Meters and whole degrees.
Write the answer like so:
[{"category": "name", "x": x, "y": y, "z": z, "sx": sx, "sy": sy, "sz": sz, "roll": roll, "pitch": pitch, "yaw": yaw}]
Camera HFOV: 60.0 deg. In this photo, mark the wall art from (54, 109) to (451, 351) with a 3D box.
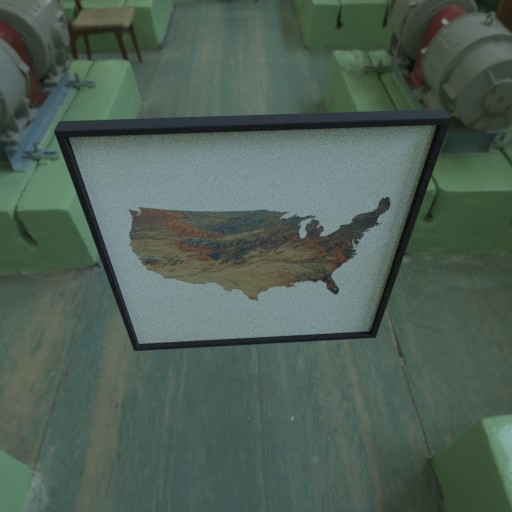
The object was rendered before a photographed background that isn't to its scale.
[{"category": "wall art", "x": 0.000, "y": 0.000, "z": 1.134, "sx": 0.762, "sy": 0.762, "sz": 0.038, "roll": -3, "pitch": 46, "yaw": -3}]
